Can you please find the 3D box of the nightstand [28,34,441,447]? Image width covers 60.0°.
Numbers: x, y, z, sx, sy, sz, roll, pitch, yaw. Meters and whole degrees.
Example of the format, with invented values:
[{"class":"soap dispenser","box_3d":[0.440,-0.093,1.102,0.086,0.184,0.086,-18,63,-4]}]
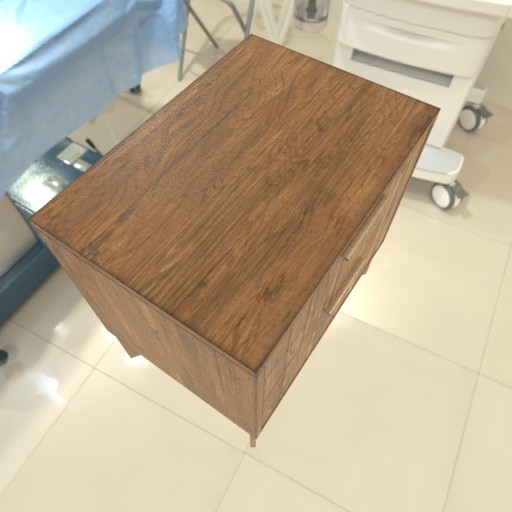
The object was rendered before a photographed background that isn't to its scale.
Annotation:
[{"class":"nightstand","box_3d":[0.000,0.000,1.013,0.446,0.610,0.610,30,62,18]}]
